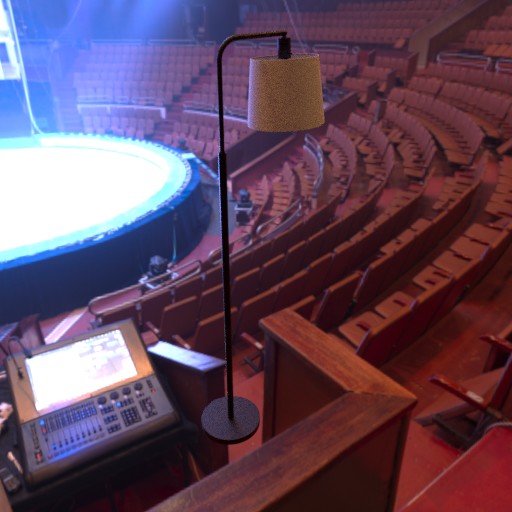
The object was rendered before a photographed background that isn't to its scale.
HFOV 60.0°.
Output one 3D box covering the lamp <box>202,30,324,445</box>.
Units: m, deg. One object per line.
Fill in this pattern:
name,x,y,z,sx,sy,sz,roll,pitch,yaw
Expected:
lamp,0.000,0.000,1.624,0.508,1.478,0.254,-18,31,-32
